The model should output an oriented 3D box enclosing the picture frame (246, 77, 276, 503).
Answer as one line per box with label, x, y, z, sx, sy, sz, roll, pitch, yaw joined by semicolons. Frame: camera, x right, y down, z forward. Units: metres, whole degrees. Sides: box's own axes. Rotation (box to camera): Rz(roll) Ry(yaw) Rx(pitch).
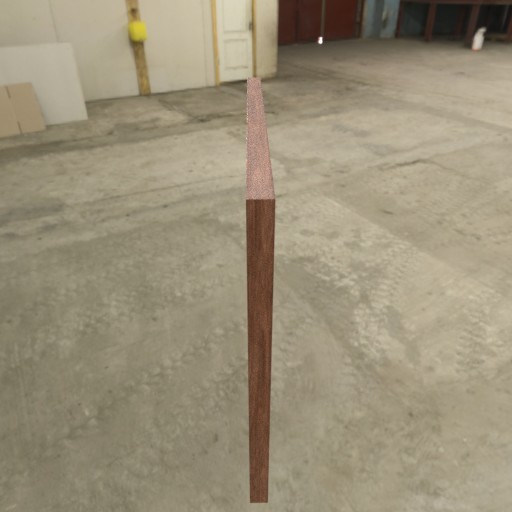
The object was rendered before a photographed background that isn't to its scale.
picture frame;0.000;0.000;0.730;0.025;0.457;0.559;0;32;-1
